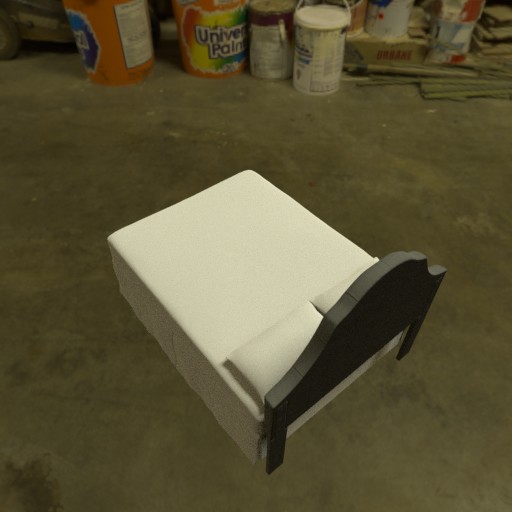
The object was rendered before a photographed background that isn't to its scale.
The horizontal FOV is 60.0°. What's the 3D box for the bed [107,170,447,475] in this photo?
[{"bbox_3d":[0.000,0.000,3.357,1.636,1.575,2.155,-30,53,-26],"label":"bed"}]
